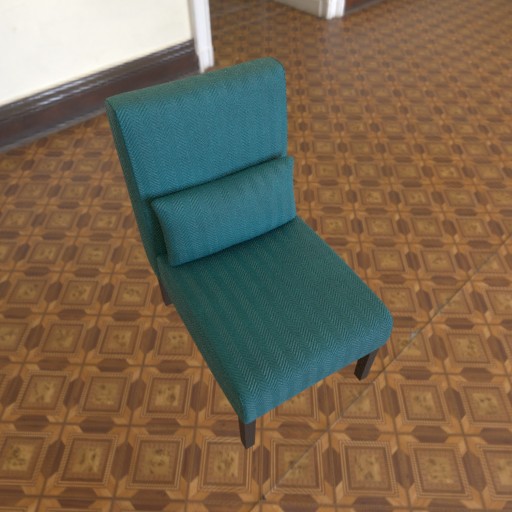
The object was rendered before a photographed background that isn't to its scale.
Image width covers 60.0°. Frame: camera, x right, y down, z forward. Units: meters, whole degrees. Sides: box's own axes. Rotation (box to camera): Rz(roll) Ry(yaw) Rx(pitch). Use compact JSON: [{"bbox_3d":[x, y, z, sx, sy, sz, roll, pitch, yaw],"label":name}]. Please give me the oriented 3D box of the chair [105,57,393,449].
[{"bbox_3d":[0.000,0.000,1.464,0.579,0.927,0.808,-23,52,-20],"label":"chair"}]
